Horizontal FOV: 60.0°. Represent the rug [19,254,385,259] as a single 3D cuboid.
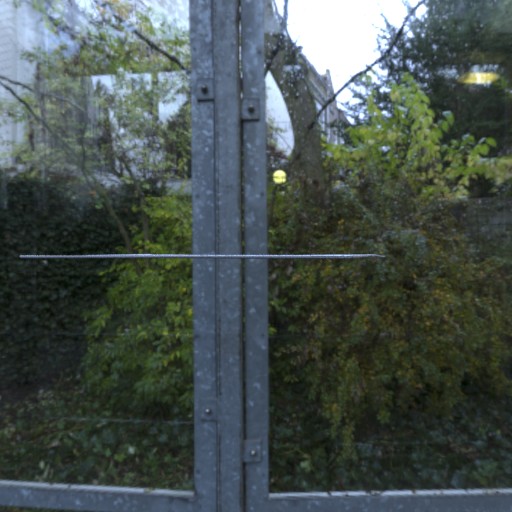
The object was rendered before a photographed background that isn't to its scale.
[{"bbox_3d":[0.000,0.000,2.215,1.159,0.021,1.789,0,0,19],"label":"rug"}]
